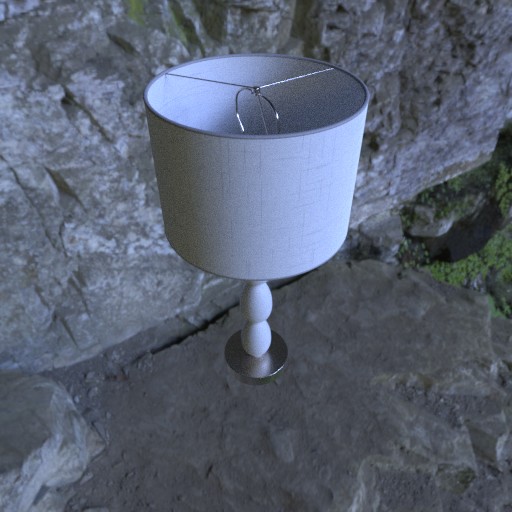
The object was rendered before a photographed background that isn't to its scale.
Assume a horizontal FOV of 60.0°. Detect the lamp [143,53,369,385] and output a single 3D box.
[{"bbox_3d":[0.000,0.000,0.738,0.280,0.559,0.282,-25,47,-26],"label":"lamp"}]
